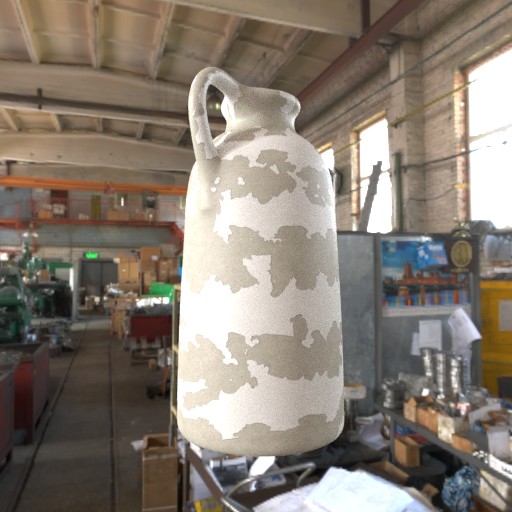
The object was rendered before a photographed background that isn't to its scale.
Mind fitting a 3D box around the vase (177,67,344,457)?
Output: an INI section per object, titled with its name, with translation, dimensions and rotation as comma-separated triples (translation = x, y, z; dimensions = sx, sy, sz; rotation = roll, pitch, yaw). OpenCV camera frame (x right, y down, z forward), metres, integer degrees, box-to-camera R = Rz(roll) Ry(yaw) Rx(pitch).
[vase]
translation = 0.000, 0.000, 0.501
dimensions = 0.186, 0.382, 0.203
rotation = -2, -2, 38
